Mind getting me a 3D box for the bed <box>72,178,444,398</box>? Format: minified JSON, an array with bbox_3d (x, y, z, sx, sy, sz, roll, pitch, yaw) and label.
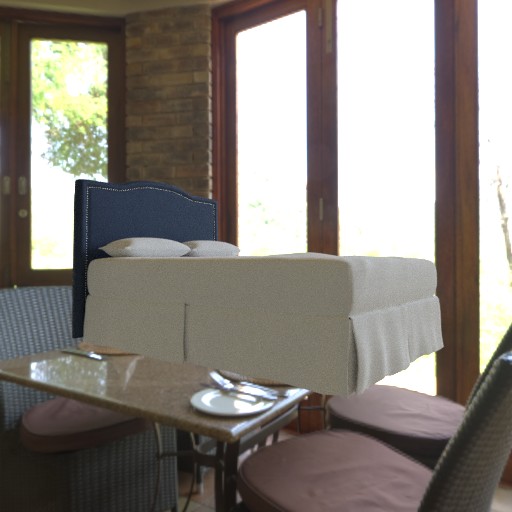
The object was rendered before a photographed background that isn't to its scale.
[{"bbox_3d":[0.000,0.000,3.577,2.507,1.441,1.741,0,-1,37],"label":"bed"}]
